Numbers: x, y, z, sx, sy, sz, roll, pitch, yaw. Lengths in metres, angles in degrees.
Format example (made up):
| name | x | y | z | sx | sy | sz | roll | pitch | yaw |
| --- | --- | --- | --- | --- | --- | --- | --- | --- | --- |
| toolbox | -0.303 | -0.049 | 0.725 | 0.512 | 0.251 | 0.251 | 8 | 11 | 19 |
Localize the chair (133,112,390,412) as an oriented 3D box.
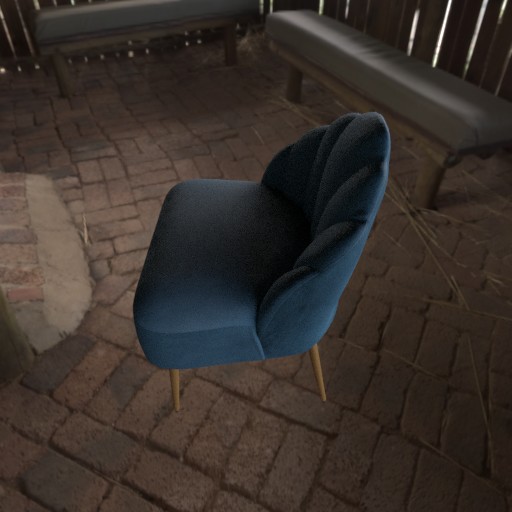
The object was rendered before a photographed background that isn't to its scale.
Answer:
| name | x | y | z | sx | sy | sz | roll | pitch | yaw |
| --- | --- | --- | --- | --- | --- | --- | --- | --- | --- |
| chair | 0.000 | 0.000 | 1.269 | 0.599 | 0.819 | 0.657 | 1 | 40 | 1 |
